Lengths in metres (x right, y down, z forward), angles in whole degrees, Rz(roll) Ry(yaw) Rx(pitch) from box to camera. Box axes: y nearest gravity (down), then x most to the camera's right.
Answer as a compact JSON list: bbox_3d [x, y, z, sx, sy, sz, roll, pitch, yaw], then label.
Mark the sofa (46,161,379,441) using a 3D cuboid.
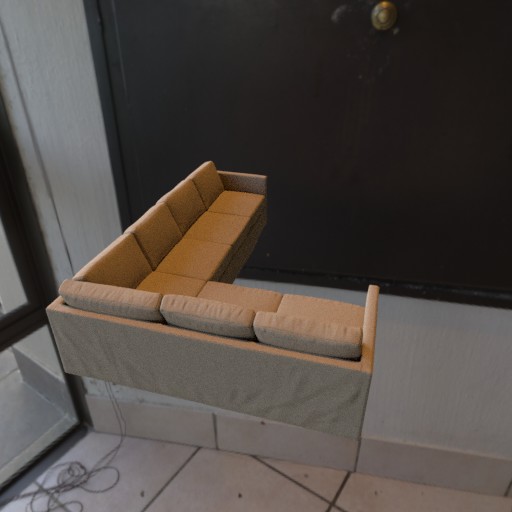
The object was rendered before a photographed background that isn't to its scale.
[{"bbox_3d":[0.000,0.000,4.479,2.432,0.871,3.182,8,32,13],"label":"sofa"}]
